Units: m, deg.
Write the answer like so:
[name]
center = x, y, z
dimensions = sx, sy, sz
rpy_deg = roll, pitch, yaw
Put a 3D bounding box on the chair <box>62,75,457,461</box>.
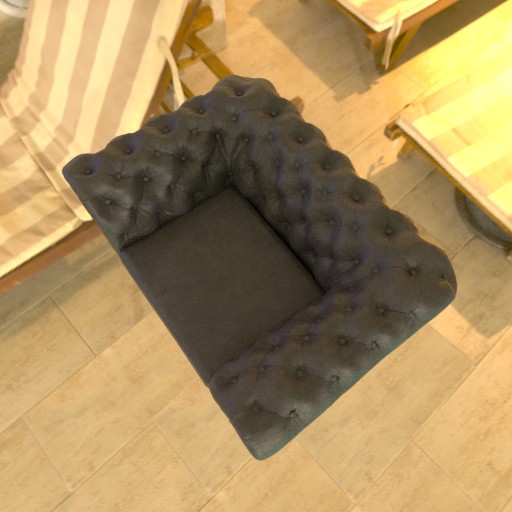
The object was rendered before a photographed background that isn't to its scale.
[chair]
center = 0.000, 0.000, 1.874
dimensions = 0.943, 0.780, 1.298
rpy_deg = -34, 70, -14
